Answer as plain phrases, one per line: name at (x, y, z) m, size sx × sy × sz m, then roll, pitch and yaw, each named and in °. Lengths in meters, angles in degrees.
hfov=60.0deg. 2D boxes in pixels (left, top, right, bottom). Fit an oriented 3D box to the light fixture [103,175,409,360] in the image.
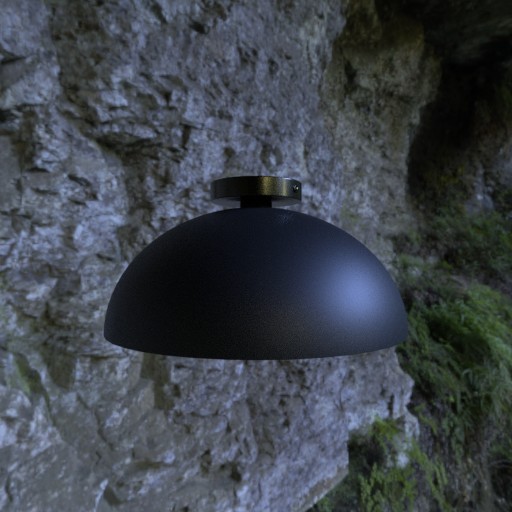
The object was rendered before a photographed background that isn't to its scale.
light fixture at (0.000, 0.000, 0.546) m, size 0.355 × 0.177 × 0.355 m, roll 0°, pitch -1°, yaw 0°
